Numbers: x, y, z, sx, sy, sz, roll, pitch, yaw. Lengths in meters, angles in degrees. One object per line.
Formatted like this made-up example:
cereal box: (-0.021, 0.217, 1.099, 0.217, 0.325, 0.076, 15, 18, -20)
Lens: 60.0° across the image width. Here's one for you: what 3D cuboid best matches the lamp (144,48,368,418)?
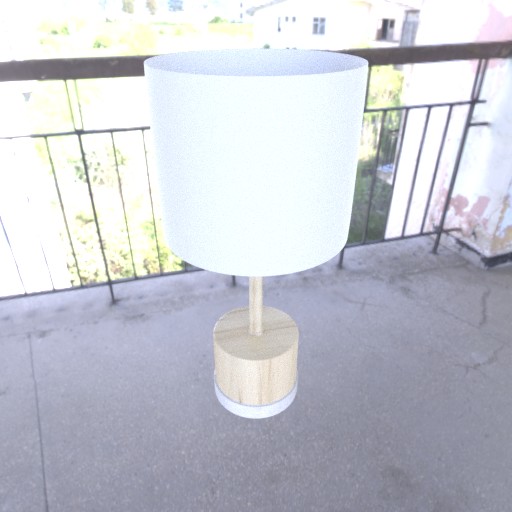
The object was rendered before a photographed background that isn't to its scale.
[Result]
lamp: (0.000, 0.000, 0.576, 0.229, 0.470, 0.229, -8, 31, -13)
